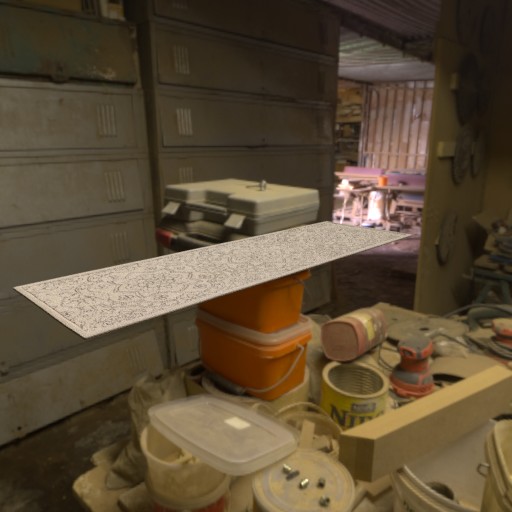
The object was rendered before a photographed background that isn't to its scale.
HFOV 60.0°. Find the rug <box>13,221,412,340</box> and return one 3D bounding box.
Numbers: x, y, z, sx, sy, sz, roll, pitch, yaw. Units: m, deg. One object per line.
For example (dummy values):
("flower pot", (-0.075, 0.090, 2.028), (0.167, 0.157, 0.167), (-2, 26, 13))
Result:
("rug", (0.000, 0.000, 2.638), (2.448, 0.012, 0.769), (-14, 20, -43))
